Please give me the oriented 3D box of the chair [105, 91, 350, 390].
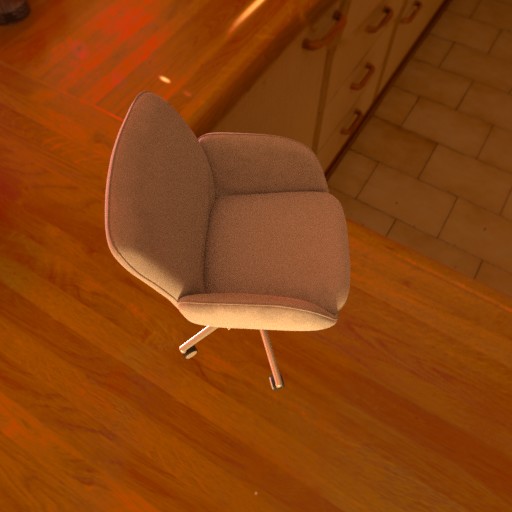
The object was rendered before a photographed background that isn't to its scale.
[{"bbox_3d":[0.000,0.000,1.405,0.654,0.959,0.648,1,62,1],"label":"chair"}]
